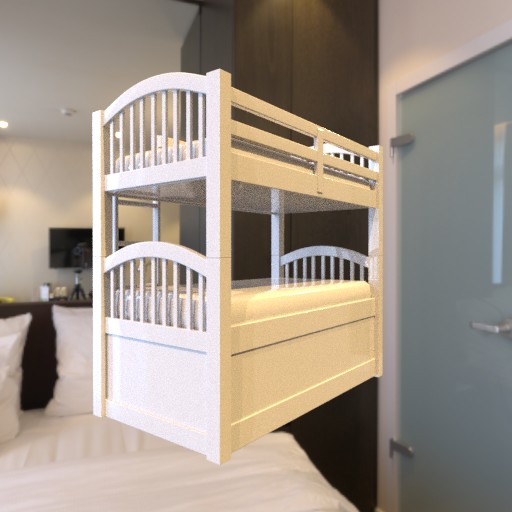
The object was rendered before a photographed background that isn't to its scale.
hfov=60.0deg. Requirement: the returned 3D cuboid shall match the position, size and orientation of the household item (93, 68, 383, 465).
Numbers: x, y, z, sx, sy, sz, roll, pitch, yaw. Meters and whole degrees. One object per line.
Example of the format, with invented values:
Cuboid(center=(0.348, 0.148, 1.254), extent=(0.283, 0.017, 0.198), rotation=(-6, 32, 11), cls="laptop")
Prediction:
Cuboid(center=(0.000, 0.000, 3.311), extent=(1.143, 2.032, 2.032), rotation=(0, 1, 38), cls="household item")
